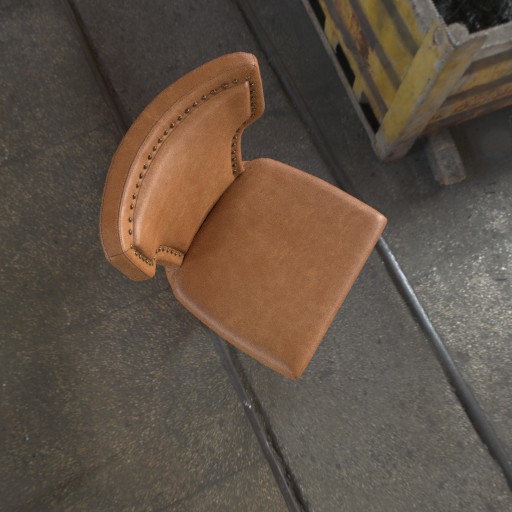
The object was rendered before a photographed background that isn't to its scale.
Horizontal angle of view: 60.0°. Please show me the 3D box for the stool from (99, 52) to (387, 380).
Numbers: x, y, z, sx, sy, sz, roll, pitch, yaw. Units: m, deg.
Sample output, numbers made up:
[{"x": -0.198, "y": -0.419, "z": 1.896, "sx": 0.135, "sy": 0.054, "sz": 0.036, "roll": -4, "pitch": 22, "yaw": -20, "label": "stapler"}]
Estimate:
[{"x": 0.000, "y": 0.000, "z": 1.352, "sx": 0.563, "sy": 1.092, "sz": 0.526, "roll": 31, "pitch": 79, "yaw": 7, "label": "stool"}]
